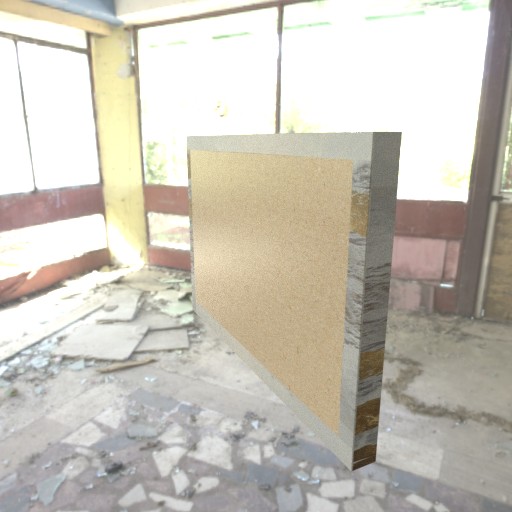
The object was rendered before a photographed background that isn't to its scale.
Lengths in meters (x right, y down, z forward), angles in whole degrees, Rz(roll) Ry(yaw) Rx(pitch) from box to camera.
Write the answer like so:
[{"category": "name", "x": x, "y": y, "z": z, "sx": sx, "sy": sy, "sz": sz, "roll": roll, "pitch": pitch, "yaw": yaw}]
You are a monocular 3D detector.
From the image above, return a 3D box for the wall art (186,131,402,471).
[{"category": "wall art", "x": 0.000, "y": 0.000, "z": 0.769, "sx": 0.041, "sy": 0.407, "sz": 0.606, "roll": -7, "pitch": 16, "yaw": -26}]
